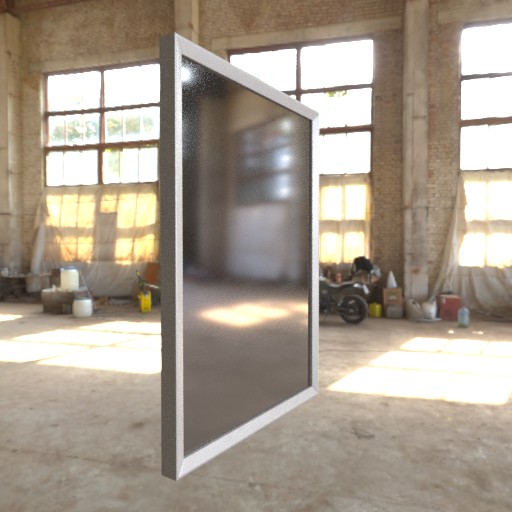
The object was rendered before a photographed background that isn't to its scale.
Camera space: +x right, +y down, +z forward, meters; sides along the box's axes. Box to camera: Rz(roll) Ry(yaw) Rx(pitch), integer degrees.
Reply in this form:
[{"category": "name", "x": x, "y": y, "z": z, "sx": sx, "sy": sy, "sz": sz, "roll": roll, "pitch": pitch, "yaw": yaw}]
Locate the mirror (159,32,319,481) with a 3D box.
[{"category": "mirror", "x": 0.000, "y": 0.000, "z": 0.920, "sx": 0.039, "sy": 0.710, "sz": 0.507, "roll": 1, "pitch": 2, "yaw": 34}]
